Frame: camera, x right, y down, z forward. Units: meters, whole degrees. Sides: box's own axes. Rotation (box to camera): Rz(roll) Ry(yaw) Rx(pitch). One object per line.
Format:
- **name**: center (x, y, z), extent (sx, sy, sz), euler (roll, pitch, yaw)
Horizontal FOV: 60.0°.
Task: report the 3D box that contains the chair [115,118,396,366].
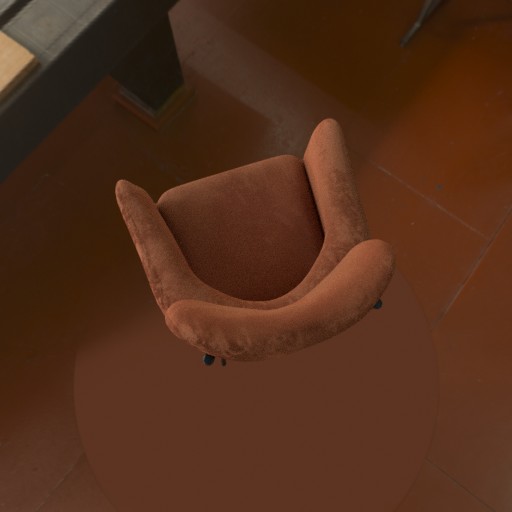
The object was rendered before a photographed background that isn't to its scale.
- **chair**: center (0.000, 0.000, 1.143), extent (0.561, 0.772, 0.523), euler (-18, 76, -4)
